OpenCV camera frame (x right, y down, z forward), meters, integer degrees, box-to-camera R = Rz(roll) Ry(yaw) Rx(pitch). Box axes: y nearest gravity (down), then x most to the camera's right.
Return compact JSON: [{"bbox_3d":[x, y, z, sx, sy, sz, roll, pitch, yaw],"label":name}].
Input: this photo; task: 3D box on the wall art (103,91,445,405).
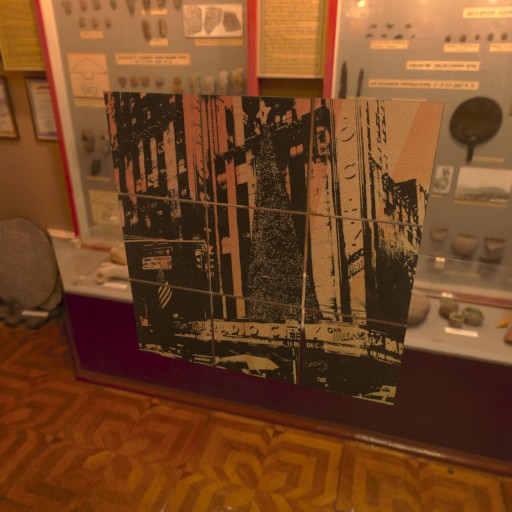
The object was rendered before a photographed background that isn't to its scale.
[{"bbox_3d":[0.000,0.000,1.346,0.919,0.917,0.010,8,27,16],"label":"wall art"}]
